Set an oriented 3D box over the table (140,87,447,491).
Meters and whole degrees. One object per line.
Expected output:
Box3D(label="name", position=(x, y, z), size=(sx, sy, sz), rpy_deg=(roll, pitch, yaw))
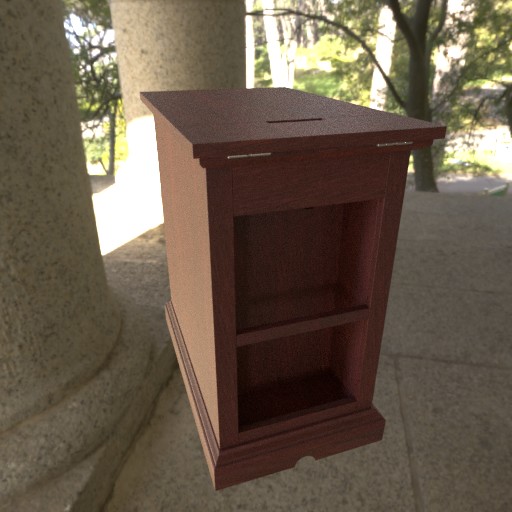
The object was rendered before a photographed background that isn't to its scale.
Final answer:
Box3D(label="table", position=(0.000, 0.000, 0.941), size=(0.356, 0.612, 0.584), rpy_deg=(-9, 27, -17))
